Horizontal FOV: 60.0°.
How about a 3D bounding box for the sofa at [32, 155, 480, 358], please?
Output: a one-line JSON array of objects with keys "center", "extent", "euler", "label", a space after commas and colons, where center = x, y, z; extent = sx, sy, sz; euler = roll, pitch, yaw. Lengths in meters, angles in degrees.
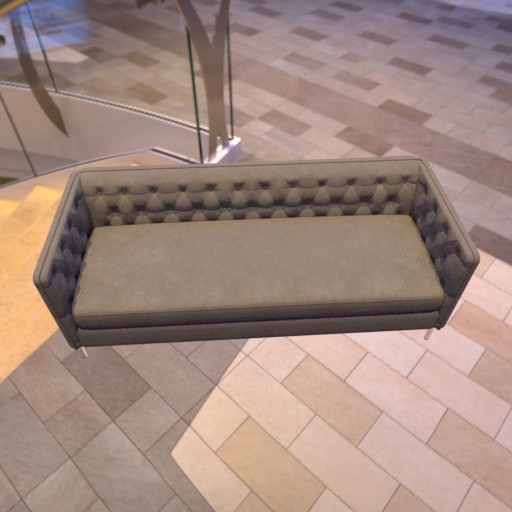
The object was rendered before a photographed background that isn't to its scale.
[{"center": [0.000, 0.000, 2.675], "extent": [2.209, 0.771, 0.895], "euler": [-3, 47, -2], "label": "sofa"}]
